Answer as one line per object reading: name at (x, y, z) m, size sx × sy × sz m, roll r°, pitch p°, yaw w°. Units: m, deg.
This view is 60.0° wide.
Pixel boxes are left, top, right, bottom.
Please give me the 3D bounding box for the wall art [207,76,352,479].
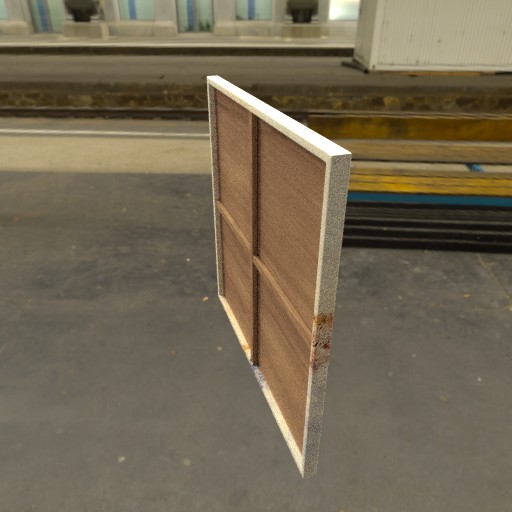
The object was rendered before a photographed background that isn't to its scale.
wall art at (0.000, 0.000, 1.331) m, size 0.038 × 0.889 × 0.889 m, roll -10°, pitch 32°, yaw -16°
